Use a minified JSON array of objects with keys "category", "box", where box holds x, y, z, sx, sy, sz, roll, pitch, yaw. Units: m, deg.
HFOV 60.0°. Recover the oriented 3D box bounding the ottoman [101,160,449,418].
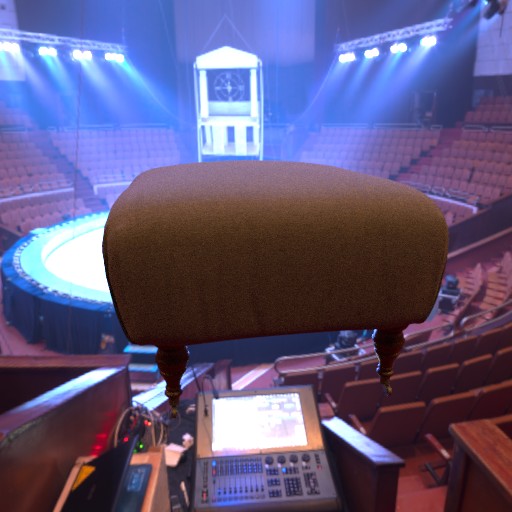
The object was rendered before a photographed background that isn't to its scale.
[{"category":"ottoman","box":[0.000,0.000,1.097,0.622,0.450,0.747,-3,16,-9]}]
